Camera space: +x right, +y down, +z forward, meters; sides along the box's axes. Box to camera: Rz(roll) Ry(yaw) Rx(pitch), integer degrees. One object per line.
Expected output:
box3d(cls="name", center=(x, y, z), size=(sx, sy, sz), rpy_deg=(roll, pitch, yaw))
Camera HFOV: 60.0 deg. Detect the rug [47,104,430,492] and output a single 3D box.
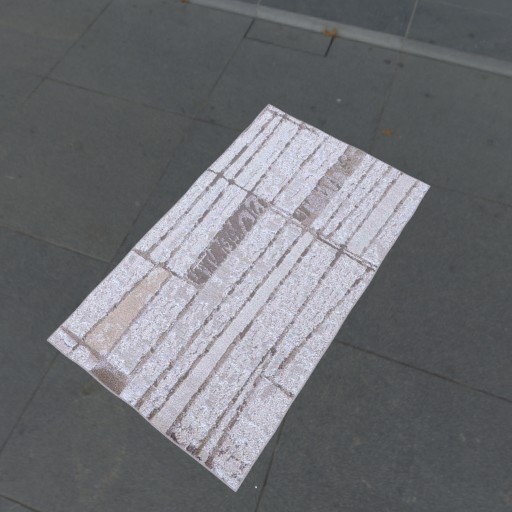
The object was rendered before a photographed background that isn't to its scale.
box3d(cls="rug", center=(0.000, 0.000, 1.065), size=(0.515, 0.007, 0.867), rpy_deg=(32, 67, 15))
